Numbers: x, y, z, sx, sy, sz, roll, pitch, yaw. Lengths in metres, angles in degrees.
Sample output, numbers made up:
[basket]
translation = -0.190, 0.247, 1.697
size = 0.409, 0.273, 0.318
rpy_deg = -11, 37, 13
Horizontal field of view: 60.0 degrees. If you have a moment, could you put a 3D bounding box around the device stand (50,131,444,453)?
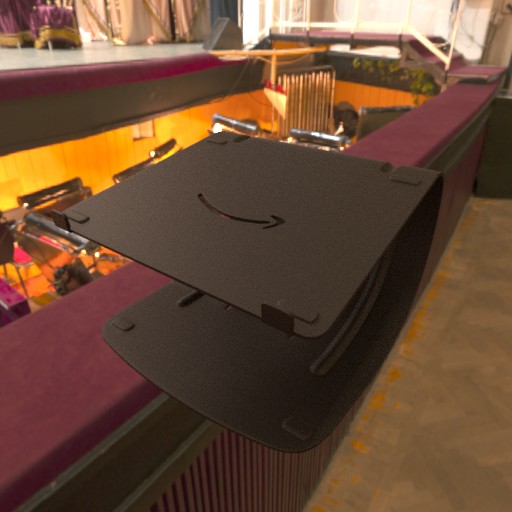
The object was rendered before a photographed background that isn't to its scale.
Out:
[device stand]
translation = 0.000, 0.000, 0.395
size = 0.256, 0.155, 0.236
rpy_deg = 20, 35, 32
